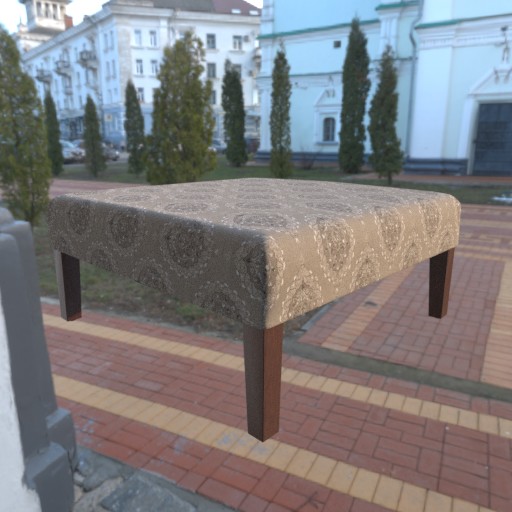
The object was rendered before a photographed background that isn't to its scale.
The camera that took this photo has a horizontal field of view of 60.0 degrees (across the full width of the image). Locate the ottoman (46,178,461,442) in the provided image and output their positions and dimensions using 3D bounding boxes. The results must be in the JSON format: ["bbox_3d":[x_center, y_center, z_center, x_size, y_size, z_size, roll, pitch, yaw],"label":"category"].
[{"bbox_3d":[0.000,0.000,1.361,0.890,0.411,0.889,13,20,42],"label":"ottoman"}]
